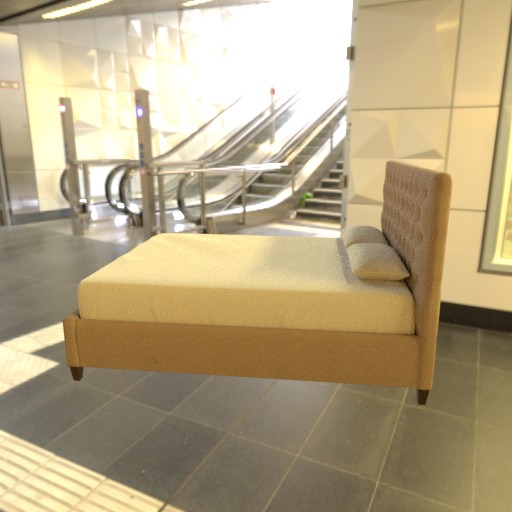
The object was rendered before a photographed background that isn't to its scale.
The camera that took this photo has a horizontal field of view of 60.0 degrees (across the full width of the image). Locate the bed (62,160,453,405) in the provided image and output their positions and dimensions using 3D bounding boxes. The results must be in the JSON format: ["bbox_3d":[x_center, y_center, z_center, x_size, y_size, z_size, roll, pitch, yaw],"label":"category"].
[{"bbox_3d":[0.000,0.000,3.507,2.387,1.427,1.698,2,14,7],"label":"bed"}]
